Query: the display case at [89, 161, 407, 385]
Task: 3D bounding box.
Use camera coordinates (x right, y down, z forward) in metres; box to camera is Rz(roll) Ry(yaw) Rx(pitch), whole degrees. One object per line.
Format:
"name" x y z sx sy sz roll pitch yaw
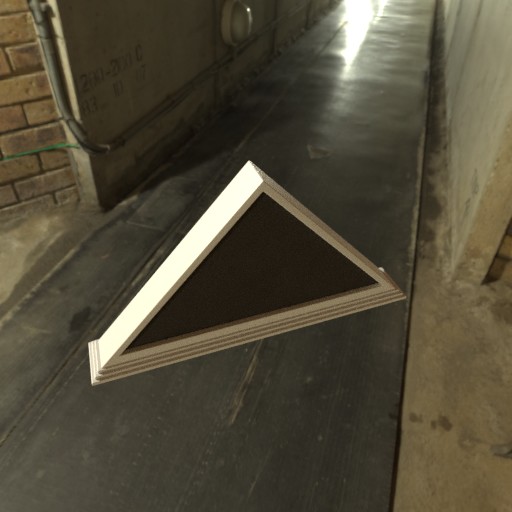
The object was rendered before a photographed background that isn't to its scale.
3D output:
"display case" 0.000 0.000 0.780 0.640 0.340 0.095 -13 42 -15
